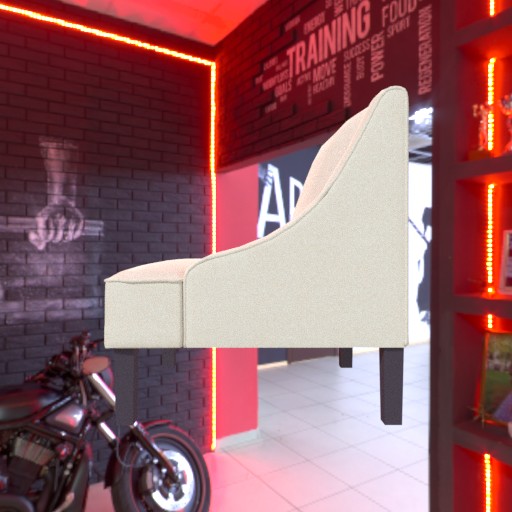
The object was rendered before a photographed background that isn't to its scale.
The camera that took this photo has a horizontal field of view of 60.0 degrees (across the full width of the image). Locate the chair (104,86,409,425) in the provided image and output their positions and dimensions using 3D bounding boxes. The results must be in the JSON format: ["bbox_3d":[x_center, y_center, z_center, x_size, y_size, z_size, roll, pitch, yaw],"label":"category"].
[{"bbox_3d":[0.000,0.000,1.477,0.806,0.886,0.689,0,0,0],"label":"chair"}]
